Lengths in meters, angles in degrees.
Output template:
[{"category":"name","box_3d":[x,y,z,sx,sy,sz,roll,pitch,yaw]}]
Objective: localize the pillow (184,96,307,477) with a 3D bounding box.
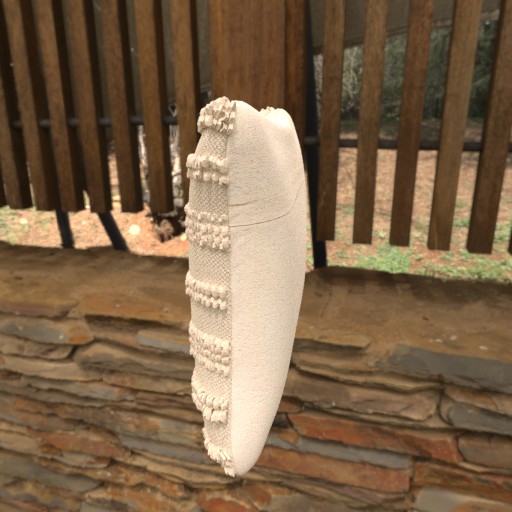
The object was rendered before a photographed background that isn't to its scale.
[{"category":"pillow","box_3d":[0.000,0.000,0.648,0.145,0.427,0.437,3,17,9]}]
